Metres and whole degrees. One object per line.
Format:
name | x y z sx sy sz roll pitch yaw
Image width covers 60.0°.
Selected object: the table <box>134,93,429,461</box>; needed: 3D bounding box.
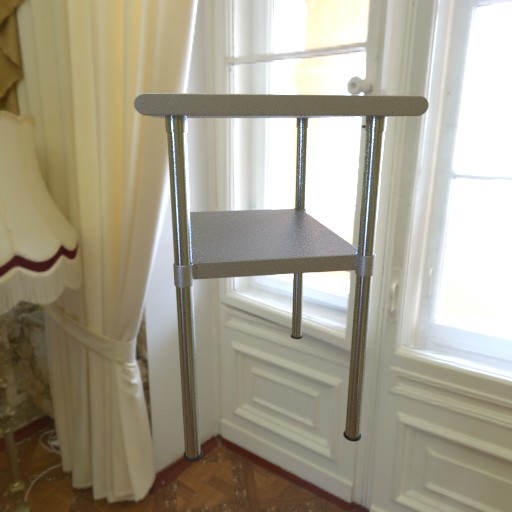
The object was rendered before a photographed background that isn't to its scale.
table | 0.000 0.000 1.337 0.584 0.876 0.762 -3 17 -9
